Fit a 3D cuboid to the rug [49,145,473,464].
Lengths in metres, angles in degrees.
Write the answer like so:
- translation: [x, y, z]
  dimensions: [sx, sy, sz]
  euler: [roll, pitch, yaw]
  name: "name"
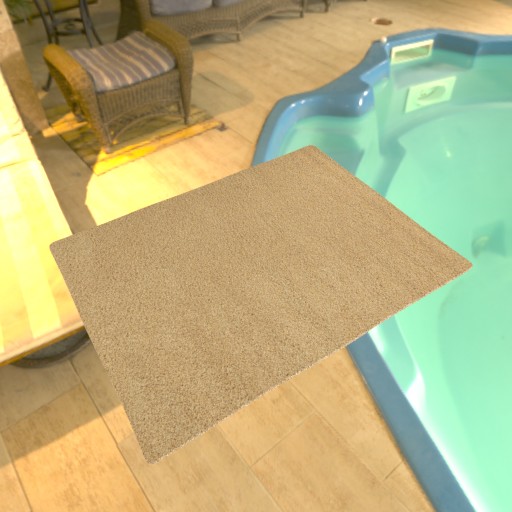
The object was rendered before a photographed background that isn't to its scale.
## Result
- translation: [0.000, 0.000, 2.074]
  dimensions: [1.600, 0.025, 1.199]
  euler: [-25, 51, -22]
  name: "rug"
